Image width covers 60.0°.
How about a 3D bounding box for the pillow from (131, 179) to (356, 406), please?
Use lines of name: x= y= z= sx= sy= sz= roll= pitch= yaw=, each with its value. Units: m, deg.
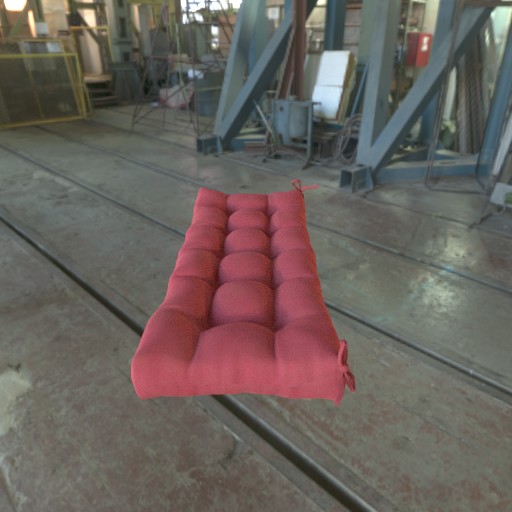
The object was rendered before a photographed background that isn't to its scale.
pillow: x=0.000 y=0.000 z=1.381 sx=0.511 sy=0.174 sz=1.194 roll=0 pitch=26 yaw=1
